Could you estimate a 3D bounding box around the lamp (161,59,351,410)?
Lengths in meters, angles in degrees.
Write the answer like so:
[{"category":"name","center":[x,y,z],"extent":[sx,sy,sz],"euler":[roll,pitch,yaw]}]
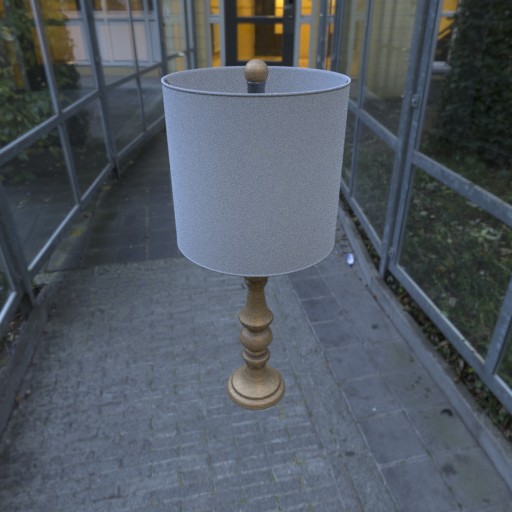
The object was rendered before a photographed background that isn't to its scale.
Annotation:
[{"category":"lamp","center":[0.000,0.000,0.732],"extent":[0.250,0.597,0.250],"euler":[1,30,2]}]
